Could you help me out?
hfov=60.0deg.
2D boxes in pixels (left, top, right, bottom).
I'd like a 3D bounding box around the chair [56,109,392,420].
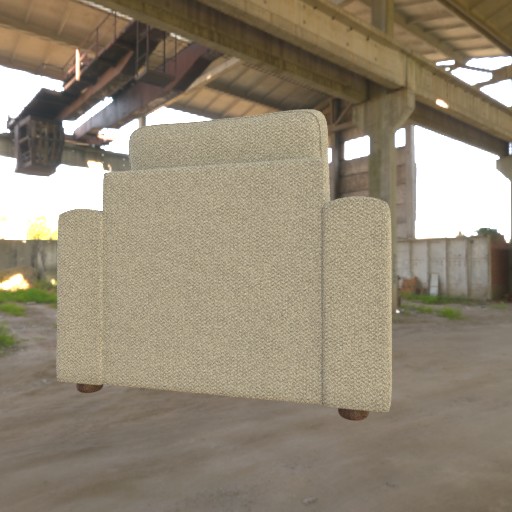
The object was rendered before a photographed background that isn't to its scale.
[{"bbox_3d":[0.000,0.000,1.721,1.005,0.873,1.016,0,-1,17],"label":"chair"}]
